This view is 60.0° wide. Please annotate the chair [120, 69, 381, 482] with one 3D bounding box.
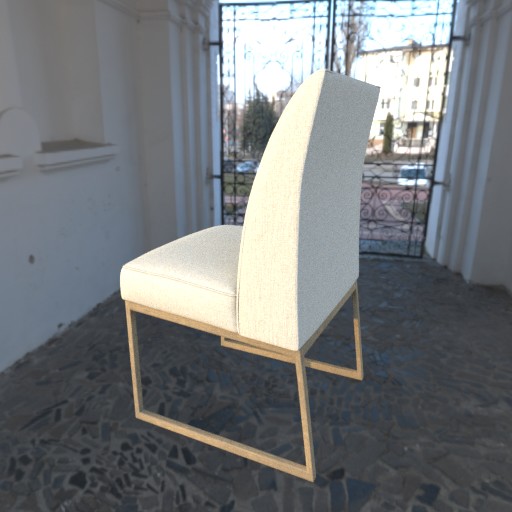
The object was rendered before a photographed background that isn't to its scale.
[{"bbox_3d":[0.000,0.000,1.182,0.522,0.863,0.508,8,19,25],"label":"chair"}]
